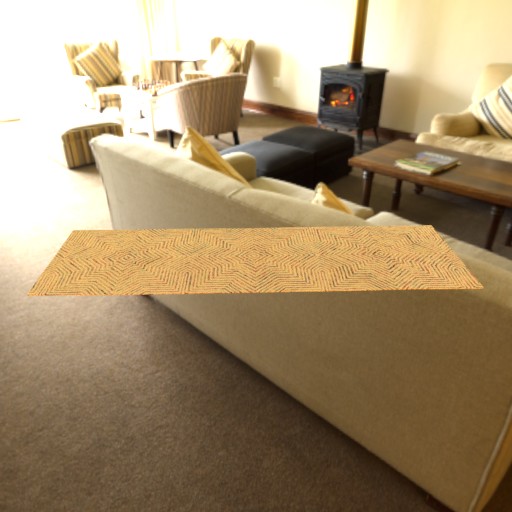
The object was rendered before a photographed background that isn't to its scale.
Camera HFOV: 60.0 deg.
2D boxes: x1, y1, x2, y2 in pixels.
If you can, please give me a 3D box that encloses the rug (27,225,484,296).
[{"bbox_3d":[0.000,0.000,2.689,2.443,0.009,0.771,-1,30,-2],"label":"rug"}]
